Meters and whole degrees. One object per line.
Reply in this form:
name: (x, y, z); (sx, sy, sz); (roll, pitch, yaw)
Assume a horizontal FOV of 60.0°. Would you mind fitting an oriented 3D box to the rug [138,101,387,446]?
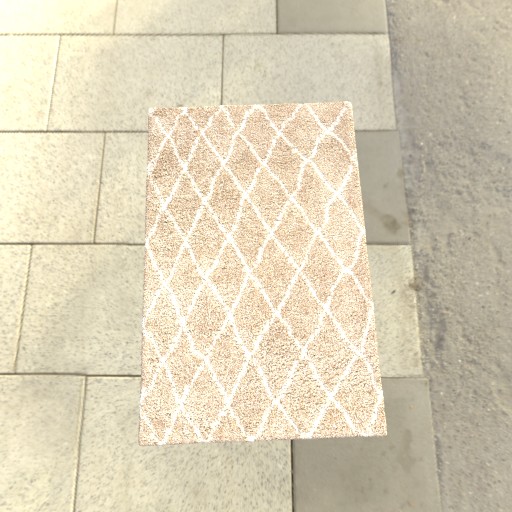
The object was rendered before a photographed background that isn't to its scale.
rug: (0.000, 0.000, 3.524); (1.778, 0.030, 2.743); (-2, 75, -1)
